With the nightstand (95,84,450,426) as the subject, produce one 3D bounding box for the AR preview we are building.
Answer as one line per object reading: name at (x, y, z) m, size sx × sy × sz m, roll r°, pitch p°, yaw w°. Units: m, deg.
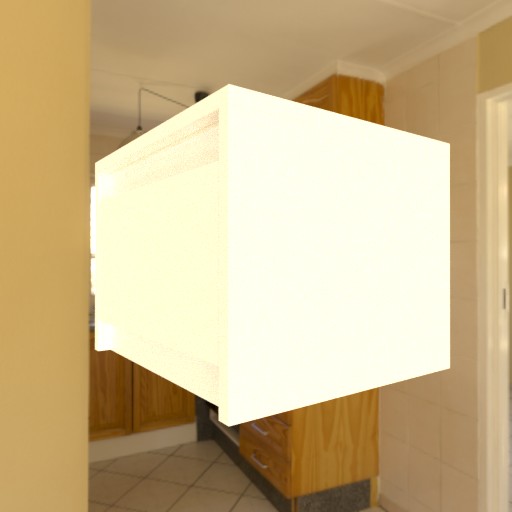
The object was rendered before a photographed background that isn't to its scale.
nightstand at (0.000, 0.000, 0.763) m, size 0.408 × 0.351 × 0.470 m, roll 0°, pitch 0°, yaw -36°
